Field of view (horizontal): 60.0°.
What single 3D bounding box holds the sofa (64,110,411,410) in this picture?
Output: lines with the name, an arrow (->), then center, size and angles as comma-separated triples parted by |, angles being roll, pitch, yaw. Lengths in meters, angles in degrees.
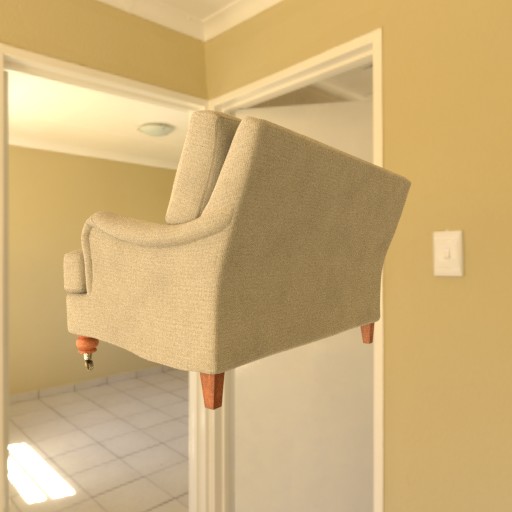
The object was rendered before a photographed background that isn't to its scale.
sofa -> 0.000, 0.000, 2.185 | 1.087, 0.999, 1.480 | 0, 1, 37
